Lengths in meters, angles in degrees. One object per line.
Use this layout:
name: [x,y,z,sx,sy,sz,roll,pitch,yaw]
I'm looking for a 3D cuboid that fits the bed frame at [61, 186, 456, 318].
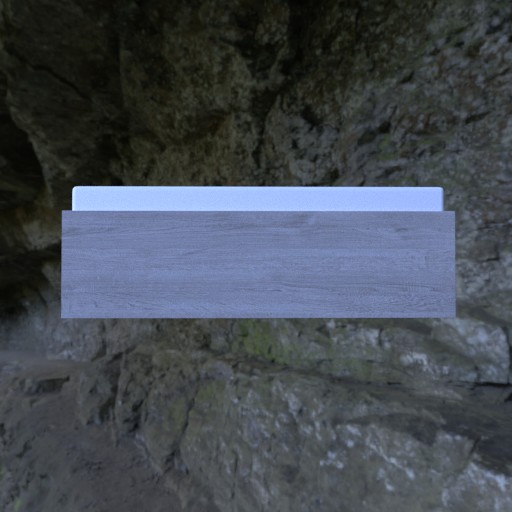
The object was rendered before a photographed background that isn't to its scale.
bed frame: [0.000,0.000,2.602,1.448,0.490,1.944,0,-1,-1]
